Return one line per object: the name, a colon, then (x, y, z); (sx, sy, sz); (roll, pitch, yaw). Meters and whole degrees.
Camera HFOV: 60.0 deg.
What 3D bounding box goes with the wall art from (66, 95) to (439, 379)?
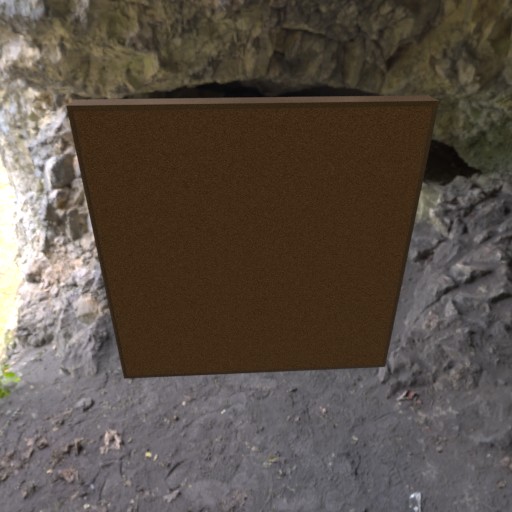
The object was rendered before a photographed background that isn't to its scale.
wall art: (0.000, 0.000, 0.755); (0.513, 0.511, 0.038); (-2, 31, -3)
